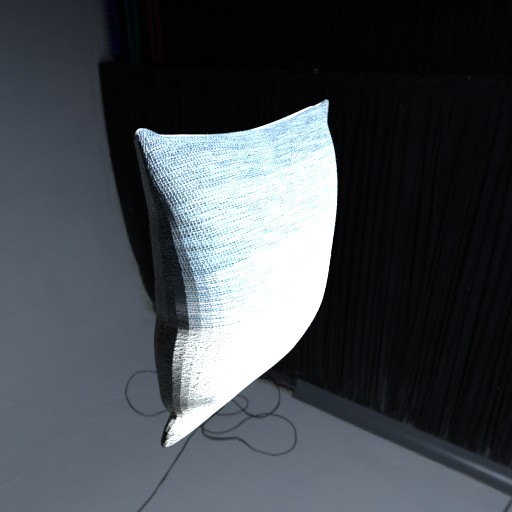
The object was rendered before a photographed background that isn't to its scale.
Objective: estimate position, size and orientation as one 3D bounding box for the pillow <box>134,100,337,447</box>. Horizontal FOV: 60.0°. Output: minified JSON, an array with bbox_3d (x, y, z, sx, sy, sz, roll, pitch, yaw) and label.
[{"bbox_3d":[0.000,0.000,0.693,0.182,0.441,0.440,17,30,31],"label":"pillow"}]
